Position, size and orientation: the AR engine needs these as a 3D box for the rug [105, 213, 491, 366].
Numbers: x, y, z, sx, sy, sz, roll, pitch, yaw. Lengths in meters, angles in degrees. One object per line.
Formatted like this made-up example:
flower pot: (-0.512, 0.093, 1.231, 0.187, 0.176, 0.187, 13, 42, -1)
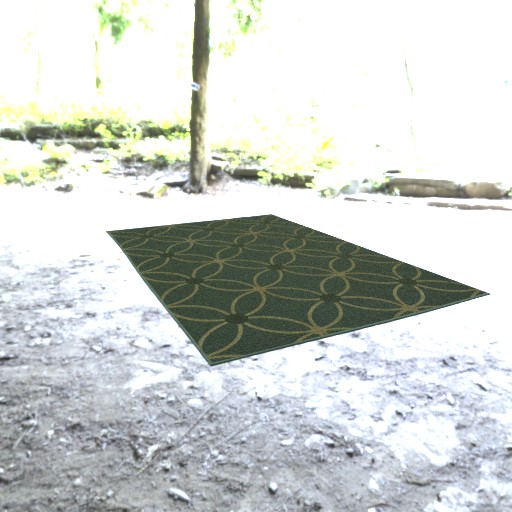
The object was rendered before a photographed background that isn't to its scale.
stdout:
rug: (0.000, 0.000, 2.872, 1.522, 0.008, 2.284, -9, 19, -26)
